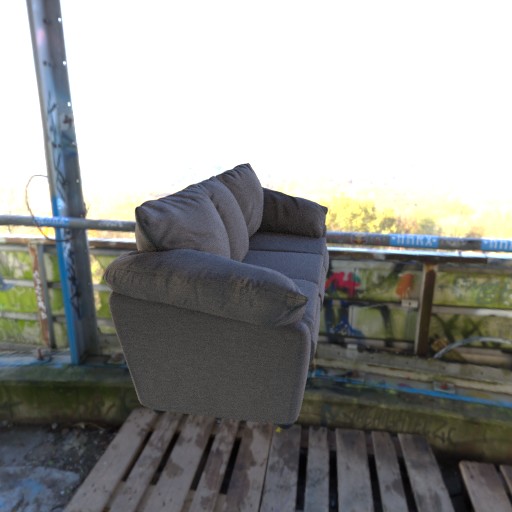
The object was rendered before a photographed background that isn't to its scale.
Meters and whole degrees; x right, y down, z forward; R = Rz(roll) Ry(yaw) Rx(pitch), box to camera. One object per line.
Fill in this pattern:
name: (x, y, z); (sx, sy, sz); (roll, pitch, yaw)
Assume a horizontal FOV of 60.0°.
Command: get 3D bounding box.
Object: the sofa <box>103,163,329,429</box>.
sofa: (0.000, 0.000, 2.898); (0.927, 1.043, 2.390); (3, 17, 10)
